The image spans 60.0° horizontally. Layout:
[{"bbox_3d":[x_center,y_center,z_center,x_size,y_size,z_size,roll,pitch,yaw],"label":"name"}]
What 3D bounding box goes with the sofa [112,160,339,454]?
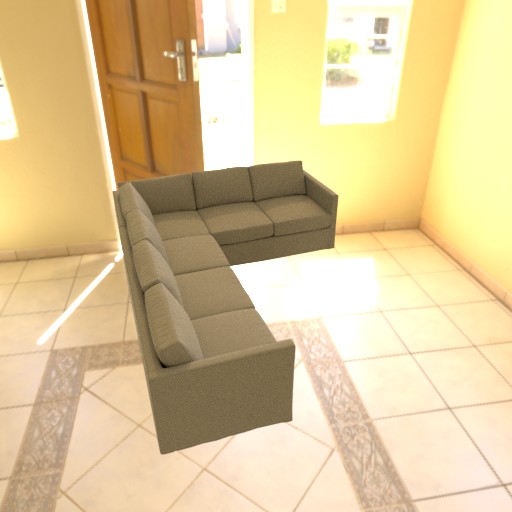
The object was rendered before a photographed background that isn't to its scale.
[{"bbox_3d":[0.000,0.000,4.298,2.432,0.871,3.182,-10,31,-17],"label":"sofa"}]
